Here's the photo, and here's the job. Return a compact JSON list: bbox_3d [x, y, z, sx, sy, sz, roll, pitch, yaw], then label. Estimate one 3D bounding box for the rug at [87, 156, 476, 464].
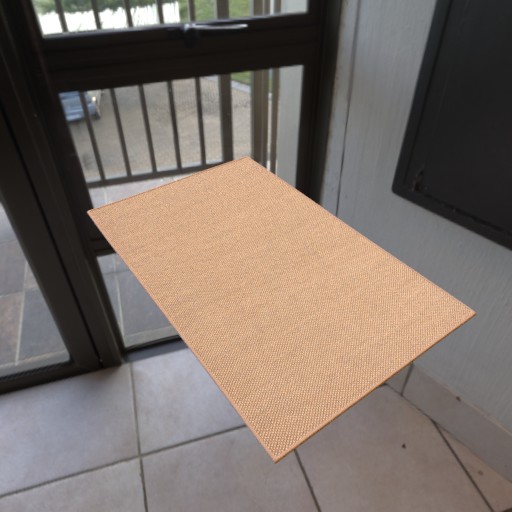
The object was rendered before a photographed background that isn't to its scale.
[{"bbox_3d":[0.000,0.000,2.125,1.067,0.013,1.676,-25,47,-26],"label":"rug"}]
